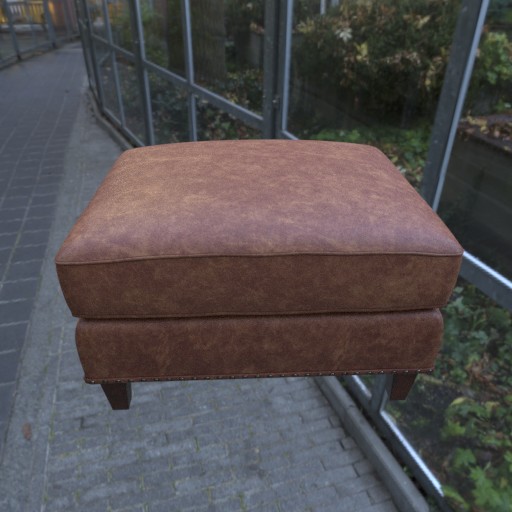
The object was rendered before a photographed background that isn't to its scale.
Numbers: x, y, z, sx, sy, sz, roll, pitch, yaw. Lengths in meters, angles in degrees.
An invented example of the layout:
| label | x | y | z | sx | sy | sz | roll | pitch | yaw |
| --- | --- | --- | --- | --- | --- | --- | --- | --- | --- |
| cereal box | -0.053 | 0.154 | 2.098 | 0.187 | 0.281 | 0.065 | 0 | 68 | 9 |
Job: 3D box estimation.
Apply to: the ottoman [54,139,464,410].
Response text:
| label | x | y | z | sx | sy | sz | roll | pitch | yaw |
| --- | --- | --- | --- | --- | --- | --- | --- | --- | --- |
| ottoman | 0.000 | 0.000 | 1.104 | 0.742 | 0.486 | 0.586 | -1 | 32 | -2 |
